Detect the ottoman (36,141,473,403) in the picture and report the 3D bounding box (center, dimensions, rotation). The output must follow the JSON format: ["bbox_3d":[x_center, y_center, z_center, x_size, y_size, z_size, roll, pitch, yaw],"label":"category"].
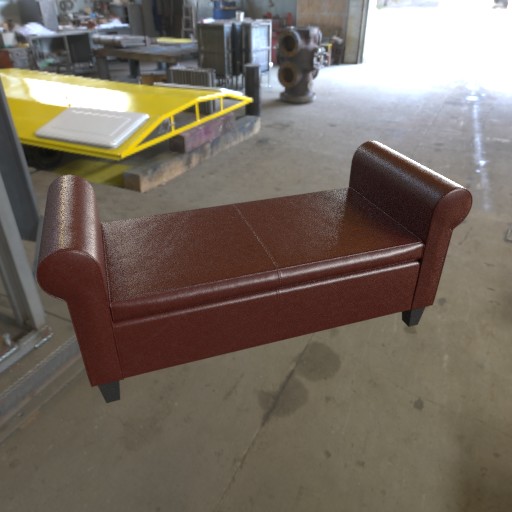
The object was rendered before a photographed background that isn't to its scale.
[{"bbox_3d":[0.000,0.000,1.519,1.256,0.547,0.521,-10,33,-16],"label":"ottoman"}]
